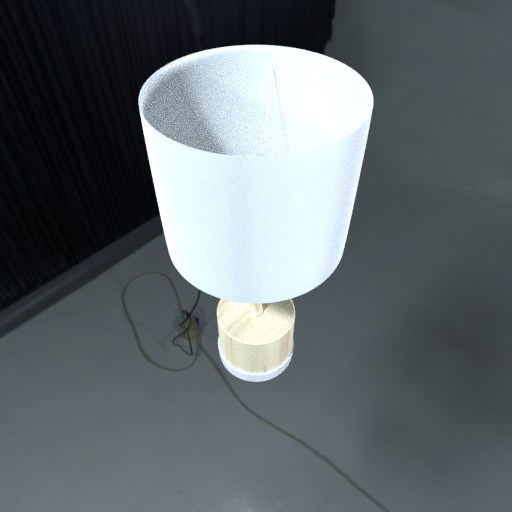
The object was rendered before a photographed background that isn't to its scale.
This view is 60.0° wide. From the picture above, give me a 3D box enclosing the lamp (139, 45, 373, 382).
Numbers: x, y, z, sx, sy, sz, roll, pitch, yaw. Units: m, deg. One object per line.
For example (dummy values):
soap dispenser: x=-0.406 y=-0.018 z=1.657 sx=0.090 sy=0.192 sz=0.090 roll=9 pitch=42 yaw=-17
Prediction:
lamp: x=0.000 y=0.000 z=0.605 sx=0.229 sy=0.470 sz=0.229 roll=32 pitch=54 yaw=27
